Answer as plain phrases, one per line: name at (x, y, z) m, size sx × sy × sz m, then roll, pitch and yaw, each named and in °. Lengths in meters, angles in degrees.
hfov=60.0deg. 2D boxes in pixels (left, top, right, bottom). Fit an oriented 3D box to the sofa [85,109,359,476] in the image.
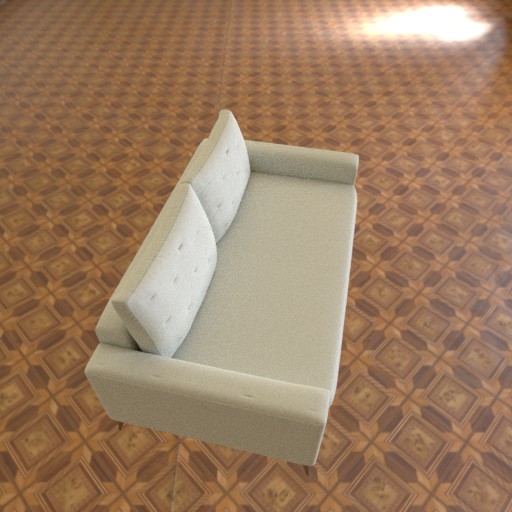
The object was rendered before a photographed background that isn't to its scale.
sofa at (0.000, 0.000, 2.167) m, size 0.920 × 0.790 × 1.650 m, roll 9°, pitch 47°, yaw 9°
